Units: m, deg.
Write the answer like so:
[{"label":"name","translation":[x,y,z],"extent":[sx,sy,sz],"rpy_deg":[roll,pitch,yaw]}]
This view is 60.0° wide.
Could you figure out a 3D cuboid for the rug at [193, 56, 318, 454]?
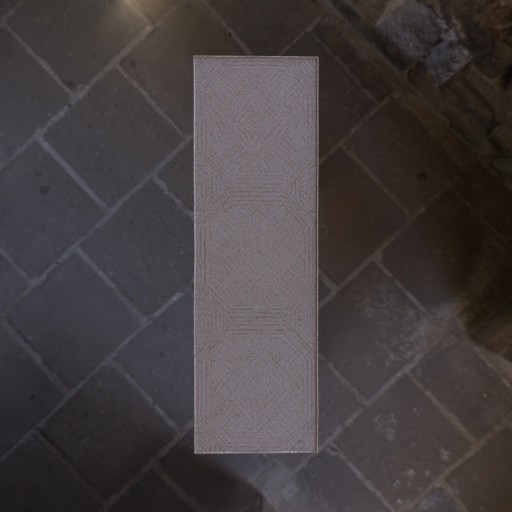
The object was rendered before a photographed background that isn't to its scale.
[{"label":"rug","translation":[0.000,0.000,2.740],"extent":[0.775,0.012,2.452],"rpy_deg":[0,91,-1]}]
